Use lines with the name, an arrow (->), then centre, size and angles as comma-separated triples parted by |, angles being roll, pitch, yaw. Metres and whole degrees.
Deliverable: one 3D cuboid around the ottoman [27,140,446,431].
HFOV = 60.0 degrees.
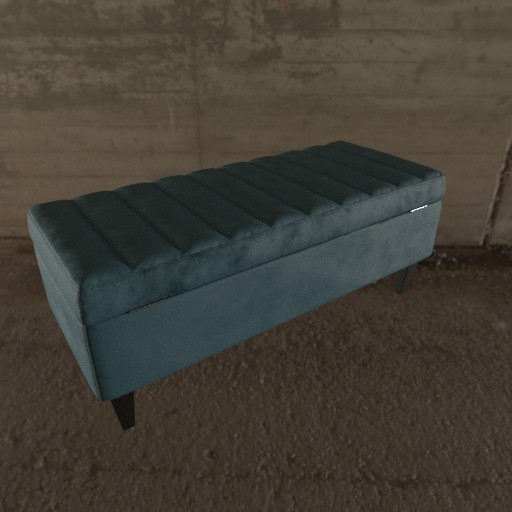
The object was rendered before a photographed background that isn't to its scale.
ottoman -> 0.000, 0.000, 1.367 | 1.151, 0.469, 0.482 | -19, 35, -30
